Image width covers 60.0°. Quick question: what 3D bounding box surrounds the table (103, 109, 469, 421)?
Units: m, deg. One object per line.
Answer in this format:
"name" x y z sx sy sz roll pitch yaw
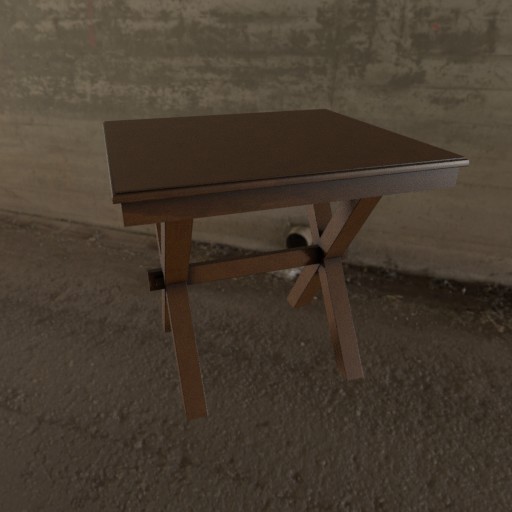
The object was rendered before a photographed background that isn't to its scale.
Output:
"table" 0.000 0.000 1.054 0.602 0.562 0.560 -9 28 -16
